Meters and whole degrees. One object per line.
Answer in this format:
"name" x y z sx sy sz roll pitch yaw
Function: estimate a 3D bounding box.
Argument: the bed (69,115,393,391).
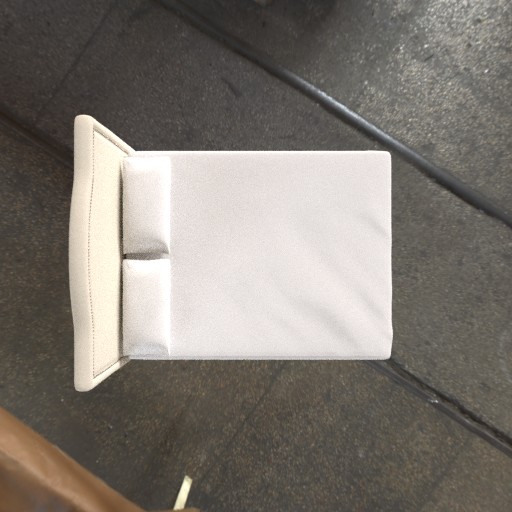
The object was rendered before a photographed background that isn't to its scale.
"bed" 0.000 0.000 3.302 2.196 1.449 1.741 0 90 0
